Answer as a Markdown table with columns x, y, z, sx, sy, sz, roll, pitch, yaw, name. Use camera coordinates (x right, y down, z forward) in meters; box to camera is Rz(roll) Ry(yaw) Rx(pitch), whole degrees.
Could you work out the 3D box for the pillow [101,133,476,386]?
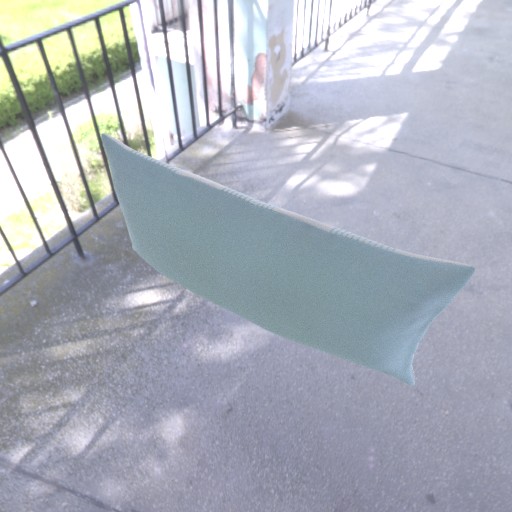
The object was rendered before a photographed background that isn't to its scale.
| x | y | z | sx | sy | sz | roll | pitch | yaw | name |
| --- | --- | --- | --- | --- | --- | --- | --- | --- | --- |
| 0.000 | 0.000 | 0.736 | 0.610 | 0.287 | 0.151 | 23 | 50 | 21 | pillow |
